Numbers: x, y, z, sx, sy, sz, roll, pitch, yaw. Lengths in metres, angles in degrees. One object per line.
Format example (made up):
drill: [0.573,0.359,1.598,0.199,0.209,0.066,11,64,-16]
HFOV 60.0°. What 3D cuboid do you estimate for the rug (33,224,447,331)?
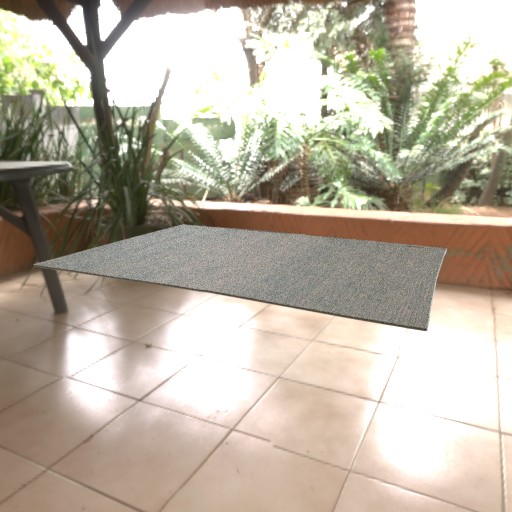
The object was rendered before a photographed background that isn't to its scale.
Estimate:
rug: [0.000,0.000,2.967,2.306,0.030,1.613,7,15,25]
